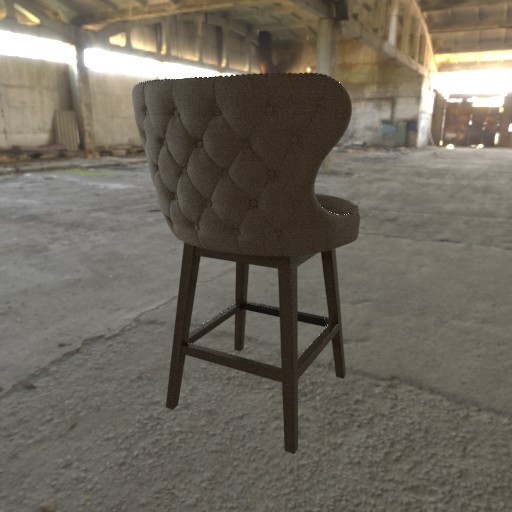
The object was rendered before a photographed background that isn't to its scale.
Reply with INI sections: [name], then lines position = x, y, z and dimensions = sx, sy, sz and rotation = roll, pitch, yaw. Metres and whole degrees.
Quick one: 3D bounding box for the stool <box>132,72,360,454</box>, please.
[stool]
position = 0.000, 0.000, 1.345
dimensions = 0.615, 0.972, 0.597
rotation = 9, 18, 27
